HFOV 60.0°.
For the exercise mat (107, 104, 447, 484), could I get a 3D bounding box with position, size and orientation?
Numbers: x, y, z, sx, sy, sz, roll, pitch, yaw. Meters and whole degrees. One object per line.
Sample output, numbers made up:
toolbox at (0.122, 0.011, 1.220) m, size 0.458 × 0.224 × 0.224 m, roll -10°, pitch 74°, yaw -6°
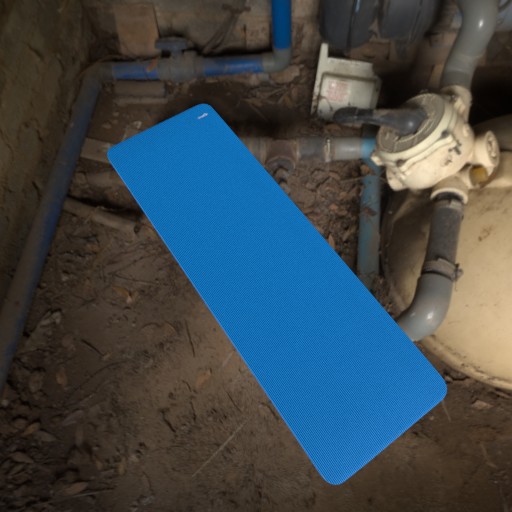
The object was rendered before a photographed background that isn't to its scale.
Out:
exercise mat at (0.000, 0.000, 2.011) m, size 0.616 × 0.021 × 1.869 m, roll -32°, pitch 68°, yaw -14°
